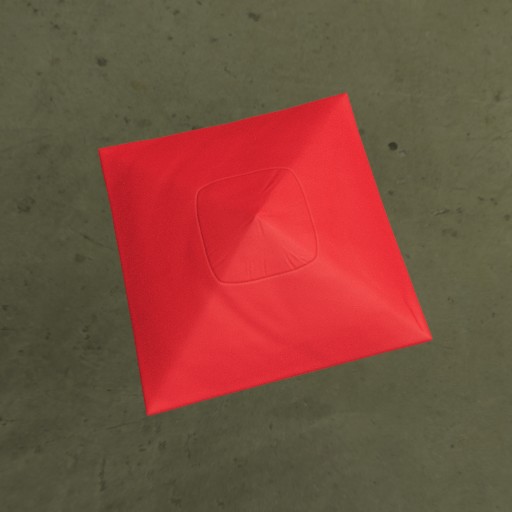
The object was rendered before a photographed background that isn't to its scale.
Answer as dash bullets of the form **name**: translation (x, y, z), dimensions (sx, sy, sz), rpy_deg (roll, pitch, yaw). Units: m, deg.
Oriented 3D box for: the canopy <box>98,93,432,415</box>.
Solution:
- **canopy**: translation (0.000, 0.000, 5.512), dimensions (2.996, 2.997, 2.998), rpy_deg (-14, 76, -3)
